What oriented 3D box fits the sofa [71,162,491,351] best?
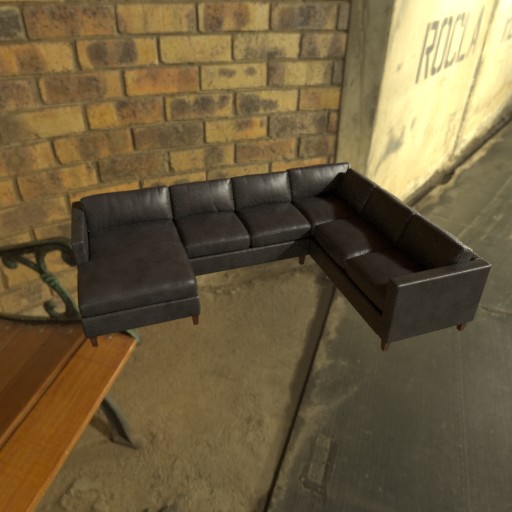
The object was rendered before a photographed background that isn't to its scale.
[{"bbox_3d":[0.000,0.000,4.358,3.324,0.891,2.452,-10,34,-16],"label":"sofa"}]
